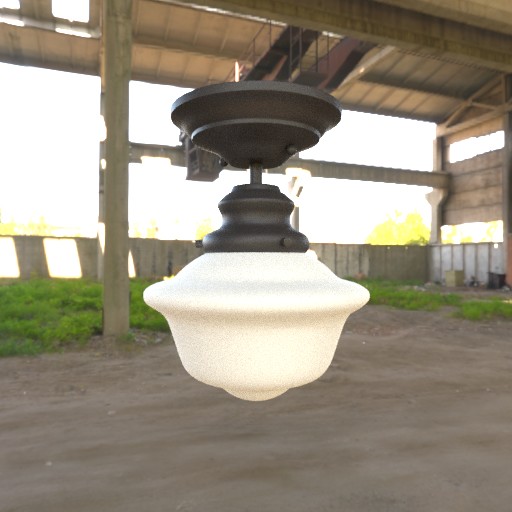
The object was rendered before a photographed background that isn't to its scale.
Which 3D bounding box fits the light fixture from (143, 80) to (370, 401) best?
[{"bbox_3d":[0.000,0.000,0.396,0.197,0.254,0.197,0,-1,0],"label":"light fixture"}]
